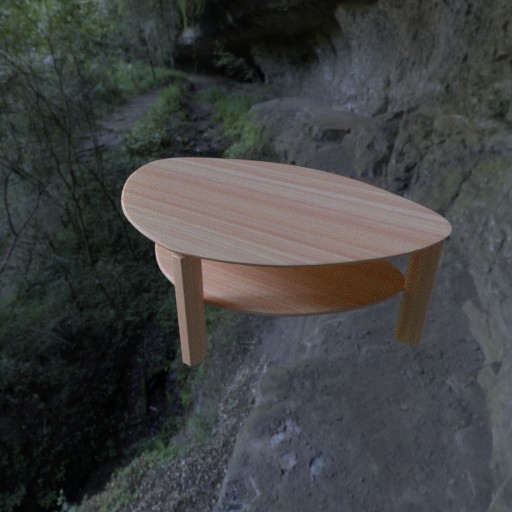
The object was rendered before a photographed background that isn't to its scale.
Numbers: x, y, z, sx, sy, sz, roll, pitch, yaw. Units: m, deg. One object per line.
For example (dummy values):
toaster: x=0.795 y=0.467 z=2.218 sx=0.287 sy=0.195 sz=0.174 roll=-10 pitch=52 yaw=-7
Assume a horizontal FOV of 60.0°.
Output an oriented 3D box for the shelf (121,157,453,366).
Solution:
shelf: x=0.000 y=0.000 z=1.646 sx=1.246 sy=0.440 sz=0.845 roll=18 pitch=34 yaw=29
